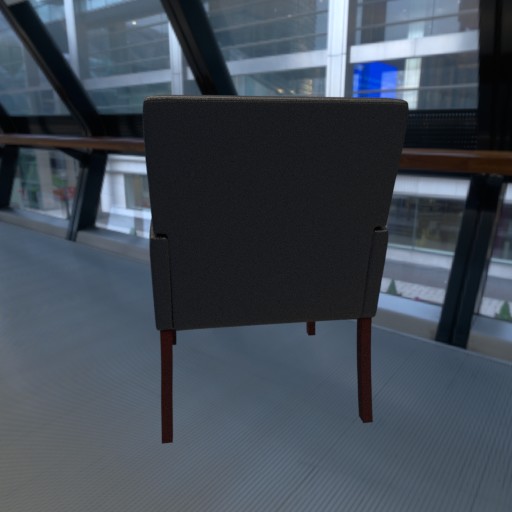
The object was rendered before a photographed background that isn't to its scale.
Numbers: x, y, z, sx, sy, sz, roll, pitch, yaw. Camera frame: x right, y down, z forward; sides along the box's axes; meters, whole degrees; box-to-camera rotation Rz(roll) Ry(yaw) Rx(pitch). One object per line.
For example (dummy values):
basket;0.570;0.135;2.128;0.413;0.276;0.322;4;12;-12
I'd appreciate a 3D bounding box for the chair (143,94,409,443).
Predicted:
chair;0.000;0.000;1.485;0.683;0.951;0.772;-2;15;-9
